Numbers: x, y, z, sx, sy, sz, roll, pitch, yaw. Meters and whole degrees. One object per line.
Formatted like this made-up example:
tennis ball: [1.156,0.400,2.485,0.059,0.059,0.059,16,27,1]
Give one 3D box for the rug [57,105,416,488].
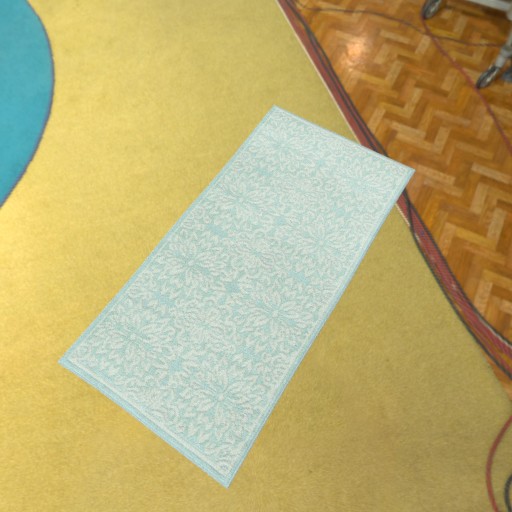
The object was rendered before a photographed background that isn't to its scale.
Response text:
rug: [0.000,0.000,1.453,0.604,0.007,1.219,30,67,14]
